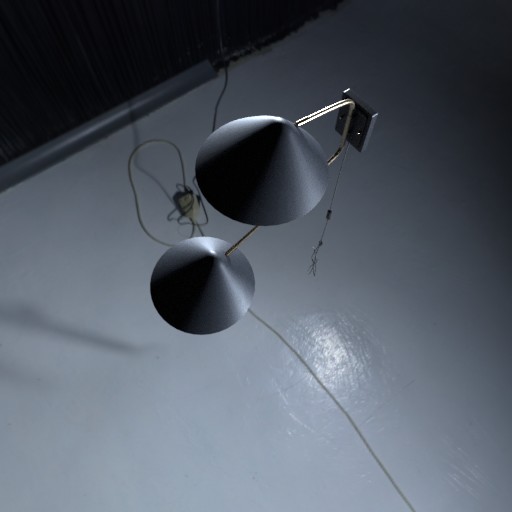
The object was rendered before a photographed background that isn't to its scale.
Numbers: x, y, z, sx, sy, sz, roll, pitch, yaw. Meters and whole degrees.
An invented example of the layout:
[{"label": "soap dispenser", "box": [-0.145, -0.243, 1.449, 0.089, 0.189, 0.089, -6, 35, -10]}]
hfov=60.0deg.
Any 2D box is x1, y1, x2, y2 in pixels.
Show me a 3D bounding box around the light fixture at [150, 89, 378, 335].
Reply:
[{"label": "light fixture", "box": [0.000, 0.000, 0.850, 0.422, 0.665, 0.189, -35, 69, -16]}]
